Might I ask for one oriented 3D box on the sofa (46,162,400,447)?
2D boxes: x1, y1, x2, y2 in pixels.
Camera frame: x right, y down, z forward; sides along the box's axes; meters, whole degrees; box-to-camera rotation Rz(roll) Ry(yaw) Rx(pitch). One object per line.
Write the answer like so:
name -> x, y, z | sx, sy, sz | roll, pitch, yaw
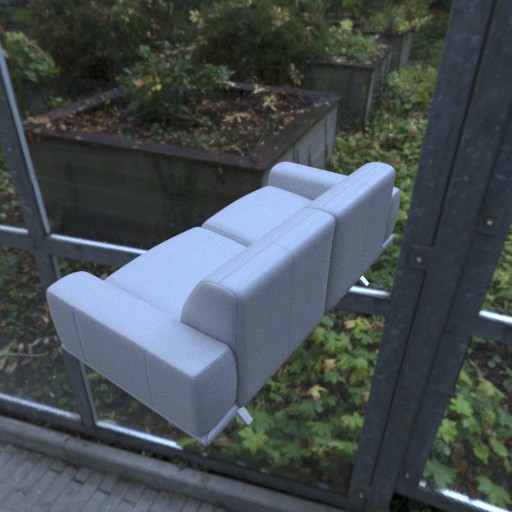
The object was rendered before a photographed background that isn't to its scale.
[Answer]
sofa -> 0.000, 0.000, 2.374 | 0.900, 0.772, 1.901 | 21, 38, 29
